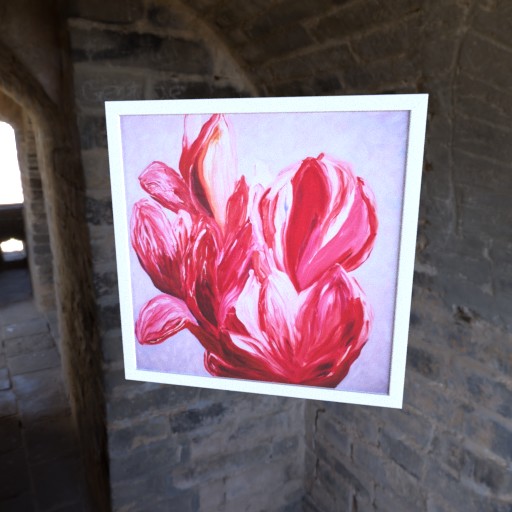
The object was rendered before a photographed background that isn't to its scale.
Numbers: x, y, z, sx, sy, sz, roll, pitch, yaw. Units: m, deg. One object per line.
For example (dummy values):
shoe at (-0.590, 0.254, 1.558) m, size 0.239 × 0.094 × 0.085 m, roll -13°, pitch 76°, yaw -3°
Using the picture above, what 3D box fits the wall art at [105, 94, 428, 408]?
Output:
wall art at (0.000, 0.000, 0.981) m, size 0.664 × 0.661 × 0.020 m, roll 3°, pitch 14°, yaw 11°
